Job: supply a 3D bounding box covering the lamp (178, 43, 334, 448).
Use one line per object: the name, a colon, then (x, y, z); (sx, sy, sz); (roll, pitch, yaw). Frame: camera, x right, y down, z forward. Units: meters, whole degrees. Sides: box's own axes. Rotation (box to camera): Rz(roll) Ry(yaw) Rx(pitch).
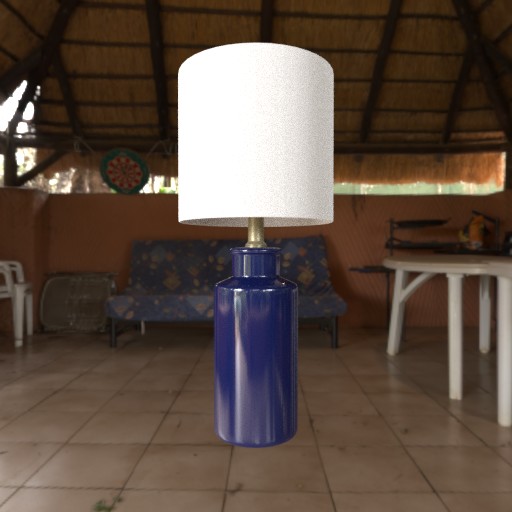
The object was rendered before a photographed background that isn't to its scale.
lamp: (0.000, 0.000, 0.618); (0.212, 0.493, 0.212); (0, 1, 0)
